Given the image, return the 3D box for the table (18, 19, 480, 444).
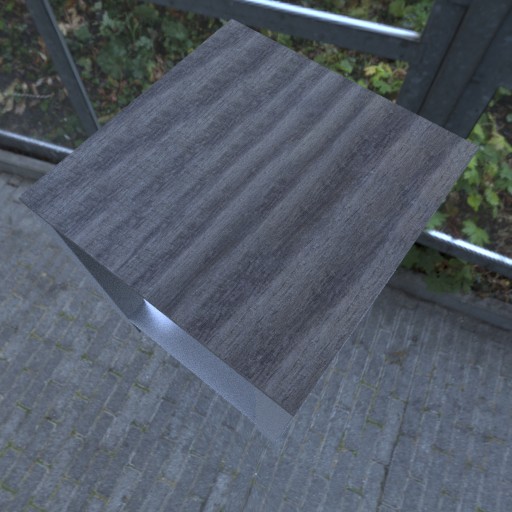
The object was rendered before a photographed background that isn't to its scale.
[{"bbox_3d":[0.000,0.000,0.943,0.504,0.587,0.506,35,69,16],"label":"table"}]
